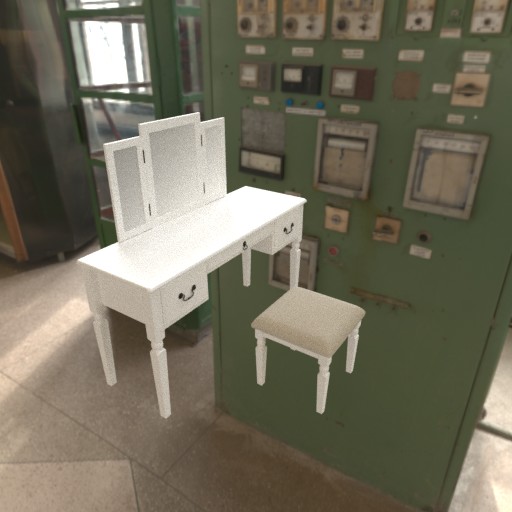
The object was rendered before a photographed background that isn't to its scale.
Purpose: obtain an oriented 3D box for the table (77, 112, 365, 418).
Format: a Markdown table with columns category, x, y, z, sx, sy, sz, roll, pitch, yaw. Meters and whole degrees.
| category | x | y | z | sx | sy | sz | roll | pitch | yaw |
| --- | --- | --- | --- | --- | --- | --- | --- | --- | --- |
| table | 0.000 | 0.000 | 2.337 | 1.115 | 1.310 | 1.369 | 17 | 31 | 30 |
